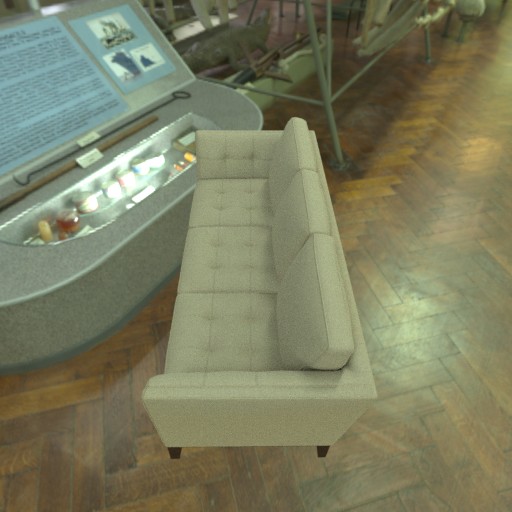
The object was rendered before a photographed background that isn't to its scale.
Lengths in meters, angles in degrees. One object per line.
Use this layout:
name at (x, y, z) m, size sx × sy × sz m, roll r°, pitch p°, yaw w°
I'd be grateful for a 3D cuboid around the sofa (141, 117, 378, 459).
sofa at (0.000, 0.000, 2.862) m, size 0.965 × 0.940 × 2.388 m, roll 0°, pitch 42°, yaw 0°
